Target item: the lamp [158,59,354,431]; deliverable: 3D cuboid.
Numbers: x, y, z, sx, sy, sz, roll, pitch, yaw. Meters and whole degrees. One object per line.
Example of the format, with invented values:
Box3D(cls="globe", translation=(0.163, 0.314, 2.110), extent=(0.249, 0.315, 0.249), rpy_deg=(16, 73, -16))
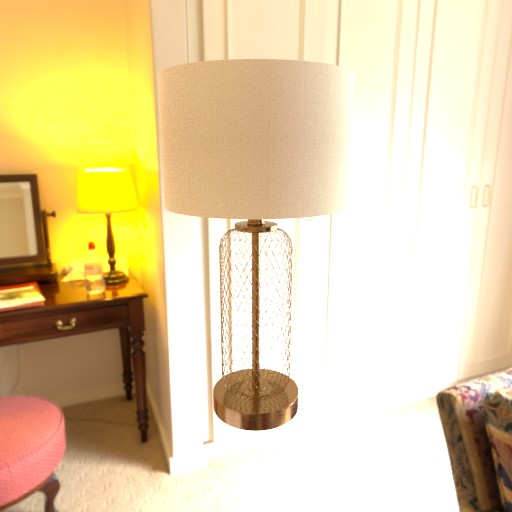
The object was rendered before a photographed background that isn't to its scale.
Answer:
Box3D(cls="lamp", translation=(0.000, 0.000, 0.639), extent=(0.252, 0.483, 0.252), rpy_deg=(8, 16, 28))
